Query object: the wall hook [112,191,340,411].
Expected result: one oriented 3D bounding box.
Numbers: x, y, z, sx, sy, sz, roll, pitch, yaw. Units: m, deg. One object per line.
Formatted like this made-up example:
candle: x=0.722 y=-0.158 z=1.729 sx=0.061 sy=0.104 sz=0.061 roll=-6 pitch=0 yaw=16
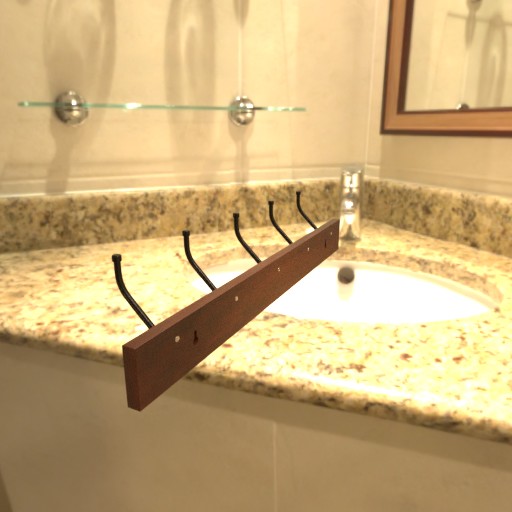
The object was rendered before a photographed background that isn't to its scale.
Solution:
wall hook: x=0.000 y=0.000 z=0.619 sx=0.071 sy=0.117 sz=0.571 roll=8 pitch=19 yaw=26
